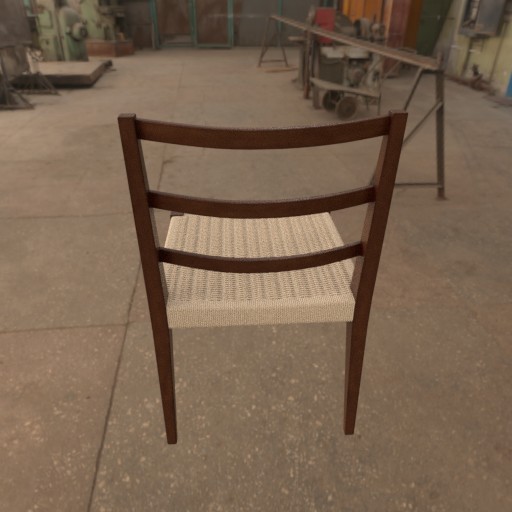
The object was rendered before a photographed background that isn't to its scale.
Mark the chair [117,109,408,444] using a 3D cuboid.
[{"bbox_3d":[0.000,0.000,1.120,0.480,0.813,0.551,-2,31,-3],"label":"chair"}]
